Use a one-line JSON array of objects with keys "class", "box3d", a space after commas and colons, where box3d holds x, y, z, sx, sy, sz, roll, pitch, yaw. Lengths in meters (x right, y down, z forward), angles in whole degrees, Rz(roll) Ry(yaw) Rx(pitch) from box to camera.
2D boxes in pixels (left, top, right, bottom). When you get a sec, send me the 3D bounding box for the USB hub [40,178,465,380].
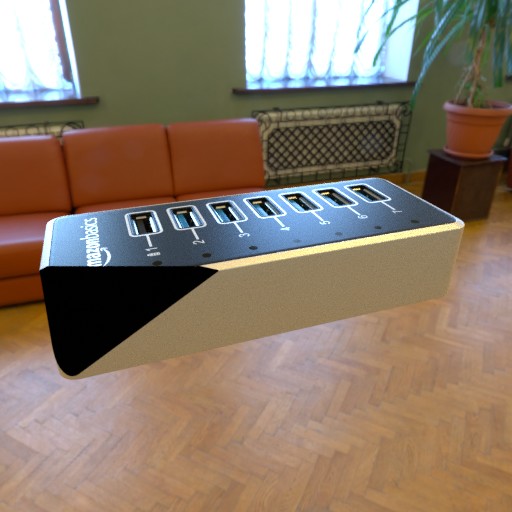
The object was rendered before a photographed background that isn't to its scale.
[{"class": "USB hub", "box3d": [0.000, 0.000, 0.128, 0.110, 0.023, 0.044, -10, 30, -17]}]
